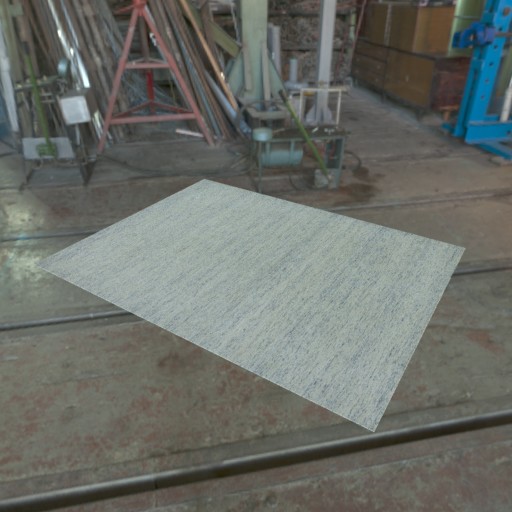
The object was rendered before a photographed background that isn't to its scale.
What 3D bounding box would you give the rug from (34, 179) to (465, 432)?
[{"bbox_3d":[0.000,0.000,4.125,3.197,0.006,2.438,19,36,28],"label":"rug"}]
